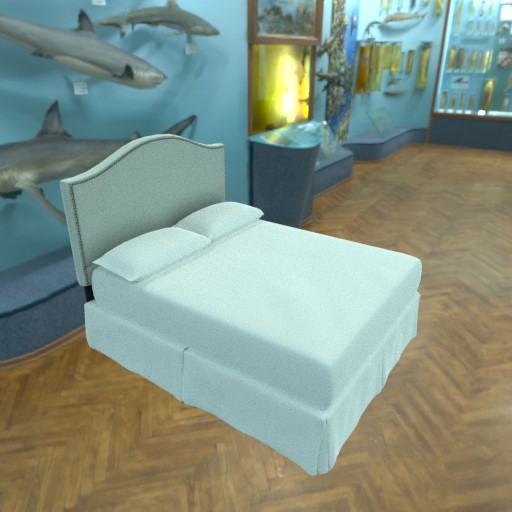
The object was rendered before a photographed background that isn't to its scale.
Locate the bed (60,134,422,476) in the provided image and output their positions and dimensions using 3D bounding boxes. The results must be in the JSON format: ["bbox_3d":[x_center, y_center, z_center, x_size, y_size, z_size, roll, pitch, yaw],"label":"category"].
[{"bbox_3d":[0.000,0.000,3.388,2.180,1.607,1.813,16,29,31],"label":"bed"}]
